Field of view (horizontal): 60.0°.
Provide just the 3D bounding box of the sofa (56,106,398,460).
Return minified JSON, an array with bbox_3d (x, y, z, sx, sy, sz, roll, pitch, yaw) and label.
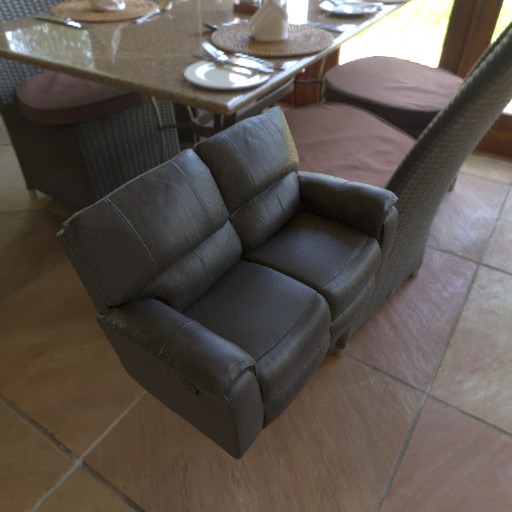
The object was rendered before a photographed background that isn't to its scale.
[{"bbox_3d":[0.000,0.000,2.517,1.104,1.111,1.765,25,46,27],"label":"sofa"}]
